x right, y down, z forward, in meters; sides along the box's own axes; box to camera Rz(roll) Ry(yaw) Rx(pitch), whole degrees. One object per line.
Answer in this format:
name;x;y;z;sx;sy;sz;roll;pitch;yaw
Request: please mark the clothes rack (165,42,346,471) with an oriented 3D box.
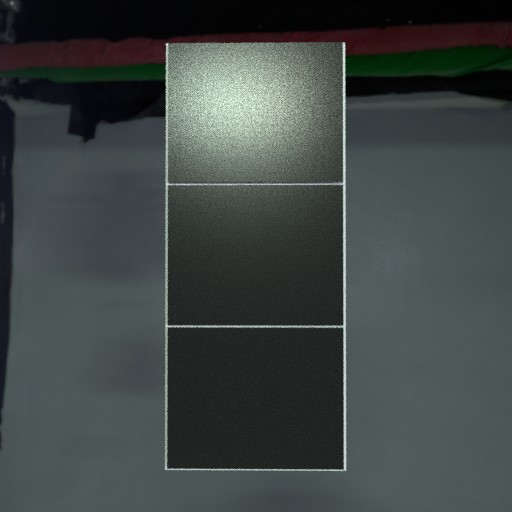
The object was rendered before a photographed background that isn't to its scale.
clothes rack;0.000;0.000;1.384;0.500;1.187;0.330;0;-1;1
